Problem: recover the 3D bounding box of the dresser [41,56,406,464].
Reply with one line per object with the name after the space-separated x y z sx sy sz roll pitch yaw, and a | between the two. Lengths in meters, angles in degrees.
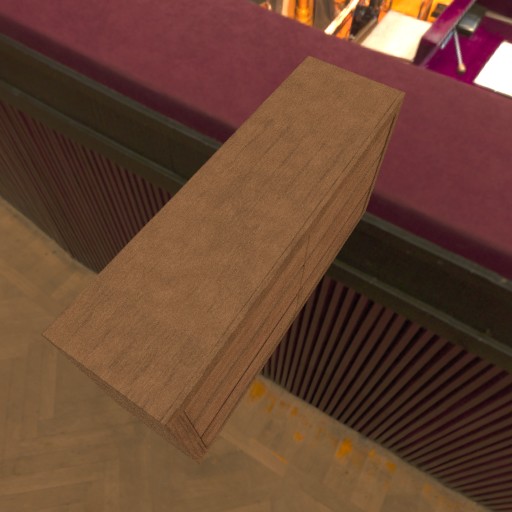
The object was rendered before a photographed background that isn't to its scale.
0.000 0.000 1.998 0.483 0.889 1.628 29 63 17 | dresser
